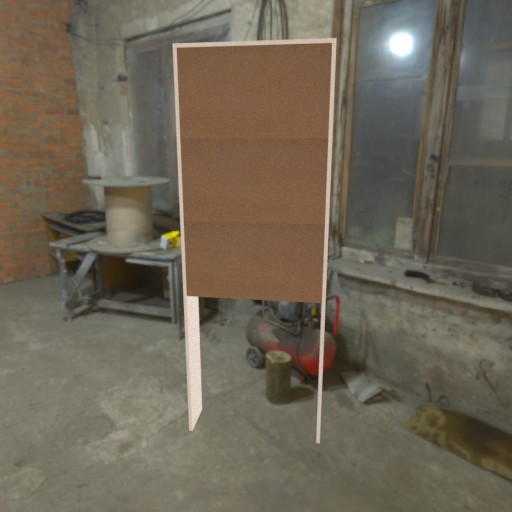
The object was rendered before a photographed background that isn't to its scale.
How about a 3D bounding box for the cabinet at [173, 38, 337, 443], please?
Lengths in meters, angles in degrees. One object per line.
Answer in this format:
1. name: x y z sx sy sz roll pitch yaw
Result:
1. cabinet: 0.000 0.000 2.030 0.643 1.770 0.192 2 15 8
